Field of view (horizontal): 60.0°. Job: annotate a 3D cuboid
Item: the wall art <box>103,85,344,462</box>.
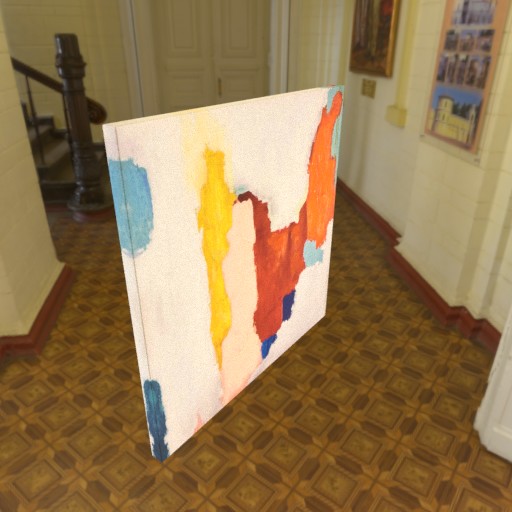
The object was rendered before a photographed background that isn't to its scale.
[{"bbox_3d":[0.000,0.000,1.214,0.037,0.814,0.814,19,32,33],"label":"wall art"}]
